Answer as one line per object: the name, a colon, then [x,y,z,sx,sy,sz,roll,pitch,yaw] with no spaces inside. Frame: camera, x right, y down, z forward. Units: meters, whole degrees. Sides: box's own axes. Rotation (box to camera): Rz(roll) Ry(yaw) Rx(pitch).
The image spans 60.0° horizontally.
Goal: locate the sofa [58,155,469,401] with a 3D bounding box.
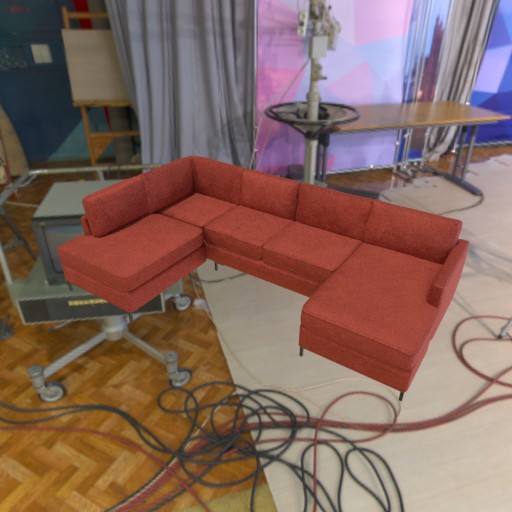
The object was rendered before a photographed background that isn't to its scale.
sofa: [0.000,0.000,4.304,3.434,0.992,2.055,19,36,29]
